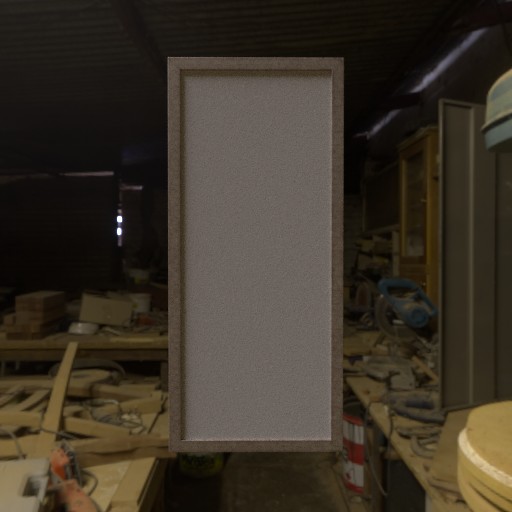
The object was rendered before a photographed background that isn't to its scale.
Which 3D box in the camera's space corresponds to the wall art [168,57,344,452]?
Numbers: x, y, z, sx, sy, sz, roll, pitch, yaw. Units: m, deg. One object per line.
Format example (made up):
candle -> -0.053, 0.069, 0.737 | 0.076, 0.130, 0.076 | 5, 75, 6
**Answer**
wall art -> 0.000, 0.000, 1.666 | 0.648, 1.461, 0.051 | 0, 1, 0
